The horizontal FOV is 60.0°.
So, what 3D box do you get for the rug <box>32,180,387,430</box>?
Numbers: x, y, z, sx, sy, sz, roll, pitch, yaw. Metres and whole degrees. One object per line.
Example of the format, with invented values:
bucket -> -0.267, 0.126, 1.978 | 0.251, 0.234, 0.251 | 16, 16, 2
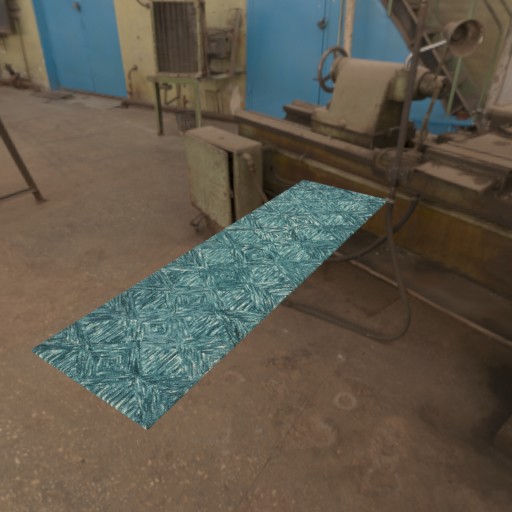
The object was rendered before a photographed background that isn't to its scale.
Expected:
rug -> 0.000, 0.000, 2.465 | 0.676, 0.016, 2.286 | 19, 36, 29
